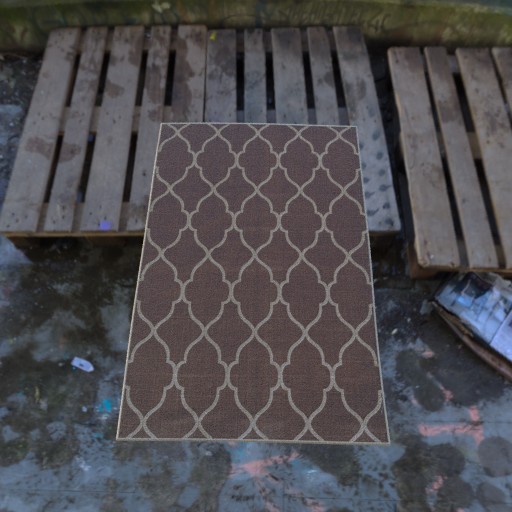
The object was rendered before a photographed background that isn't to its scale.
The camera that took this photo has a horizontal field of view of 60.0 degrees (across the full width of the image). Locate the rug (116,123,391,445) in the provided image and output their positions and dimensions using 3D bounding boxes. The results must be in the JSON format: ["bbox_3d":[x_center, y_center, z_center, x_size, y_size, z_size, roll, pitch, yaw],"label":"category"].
[{"bbox_3d":[0.000,0.000,2.945,1.528,0.014,2.294,1,64,0],"label":"rug"}]
